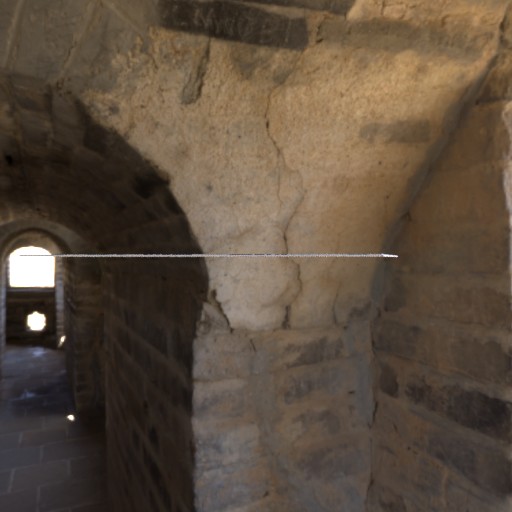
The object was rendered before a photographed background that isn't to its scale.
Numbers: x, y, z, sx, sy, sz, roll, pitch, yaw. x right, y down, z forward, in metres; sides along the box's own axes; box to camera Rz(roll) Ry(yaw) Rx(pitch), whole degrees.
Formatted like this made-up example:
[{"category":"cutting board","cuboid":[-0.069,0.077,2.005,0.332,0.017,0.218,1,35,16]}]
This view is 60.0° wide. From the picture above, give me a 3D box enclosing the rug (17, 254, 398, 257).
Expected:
[{"category":"rug","cuboid":[0.000,0.000,4.060,2.423,0.014,3.040,0,0,19]}]
